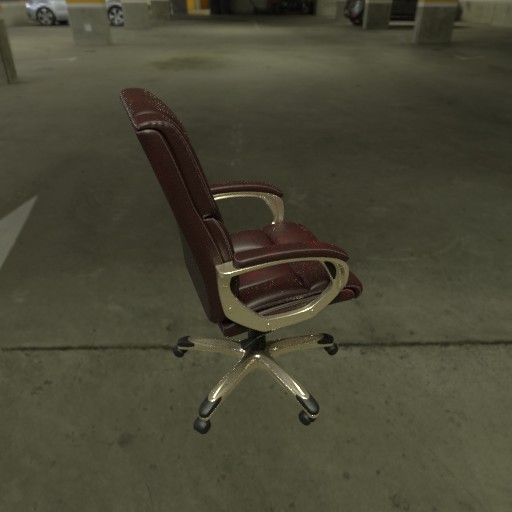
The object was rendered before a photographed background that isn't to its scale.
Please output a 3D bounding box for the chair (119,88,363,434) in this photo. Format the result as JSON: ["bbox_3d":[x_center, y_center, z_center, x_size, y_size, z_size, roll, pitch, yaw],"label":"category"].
[{"bbox_3d":[0.000,0.000,1.547,0.739,1.107,0.662,-10,32,-17],"label":"chair"}]
